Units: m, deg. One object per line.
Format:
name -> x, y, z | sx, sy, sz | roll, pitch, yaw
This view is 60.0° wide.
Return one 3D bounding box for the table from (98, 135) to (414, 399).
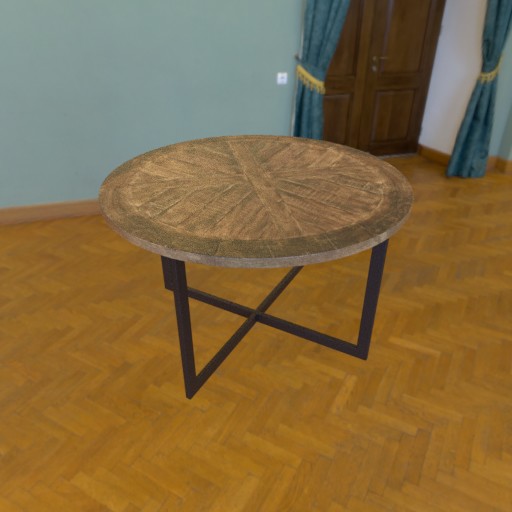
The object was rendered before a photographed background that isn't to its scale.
table -> 0.000, 0.000, 2.055 | 1.264, 0.762, 1.264 | 0, 32, 0
